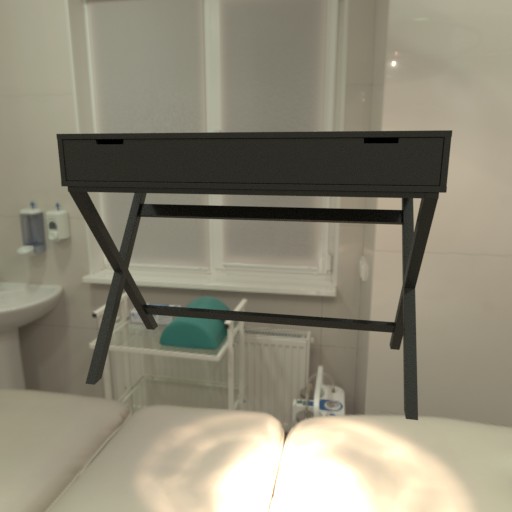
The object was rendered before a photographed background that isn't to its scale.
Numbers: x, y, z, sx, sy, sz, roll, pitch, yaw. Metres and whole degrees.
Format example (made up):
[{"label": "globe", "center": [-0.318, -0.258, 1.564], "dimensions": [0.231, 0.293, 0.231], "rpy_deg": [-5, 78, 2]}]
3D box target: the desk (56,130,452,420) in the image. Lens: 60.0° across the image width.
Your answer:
[{"label": "desk", "center": [0.000, 0.000, 1.488], "dimensions": [1.057, 0.780, 0.504], "rpy_deg": [3, 13, 11]}]
